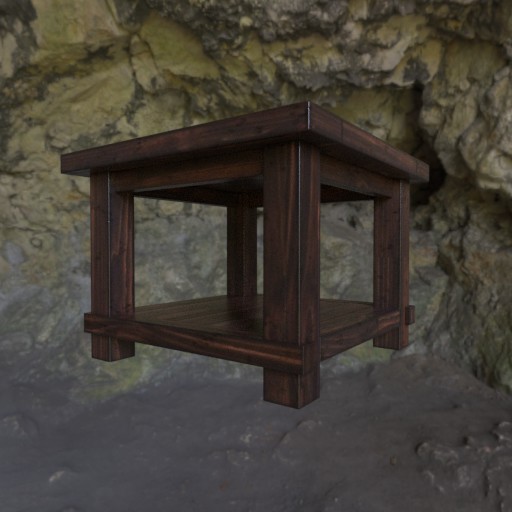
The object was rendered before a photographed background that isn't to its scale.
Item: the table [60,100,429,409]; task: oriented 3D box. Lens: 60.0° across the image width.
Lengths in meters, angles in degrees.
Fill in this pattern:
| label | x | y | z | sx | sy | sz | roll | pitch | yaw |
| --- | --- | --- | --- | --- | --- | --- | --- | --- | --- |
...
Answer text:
| label | x | y | z | sx | sy | sz | roll | pitch | yaw |
| --- | --- | --- | --- | --- | --- | --- | --- | --- | --- |
| table | 0.000 | 0.000 | 1.015 | 0.606 | 0.437 | 0.593 | 1 | 2 | 36 |
